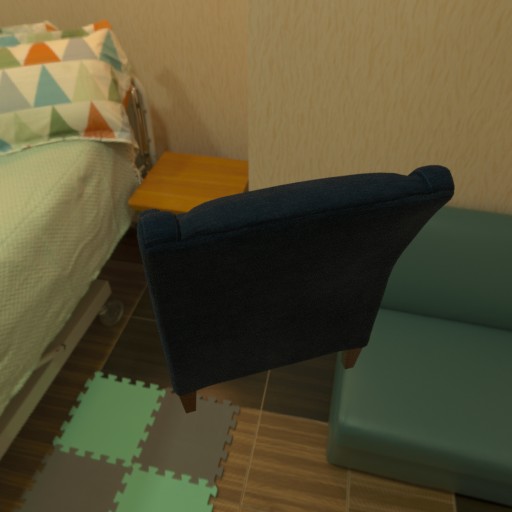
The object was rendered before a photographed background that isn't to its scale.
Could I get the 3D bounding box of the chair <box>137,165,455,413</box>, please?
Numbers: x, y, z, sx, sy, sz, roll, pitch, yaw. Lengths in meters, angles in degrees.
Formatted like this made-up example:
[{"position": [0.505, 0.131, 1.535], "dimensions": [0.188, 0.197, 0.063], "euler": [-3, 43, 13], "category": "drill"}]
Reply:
[{"position": [0.000, 0.000, 1.596], "dimensions": [0.774, 1.014, 0.870], "euler": [-12, 42, -13], "category": "chair"}]
